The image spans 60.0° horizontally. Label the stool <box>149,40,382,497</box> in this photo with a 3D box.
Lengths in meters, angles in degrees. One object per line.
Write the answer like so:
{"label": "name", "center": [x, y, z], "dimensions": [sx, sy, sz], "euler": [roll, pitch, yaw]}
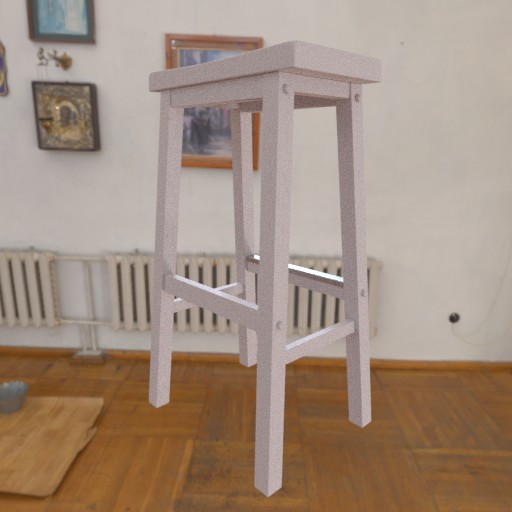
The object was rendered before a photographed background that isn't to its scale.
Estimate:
{"label": "stool", "center": [0.000, 0.000, 0.932], "dimensions": [0.322, 0.742, 0.406], "euler": [-13, 19, -41]}
